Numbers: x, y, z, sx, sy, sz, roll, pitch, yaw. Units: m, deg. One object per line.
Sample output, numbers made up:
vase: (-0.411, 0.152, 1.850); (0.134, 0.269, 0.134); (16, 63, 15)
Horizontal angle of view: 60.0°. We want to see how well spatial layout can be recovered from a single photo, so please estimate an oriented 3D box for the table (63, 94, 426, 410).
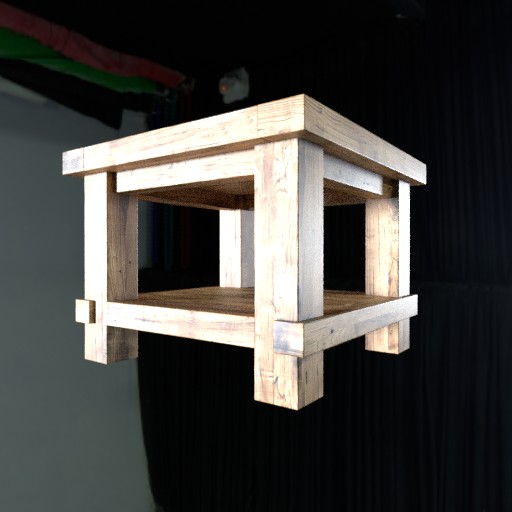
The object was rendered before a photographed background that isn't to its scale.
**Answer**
table: (0.000, 0.000, 1.043); (0.610, 0.457, 0.610); (0, 0, 36)
